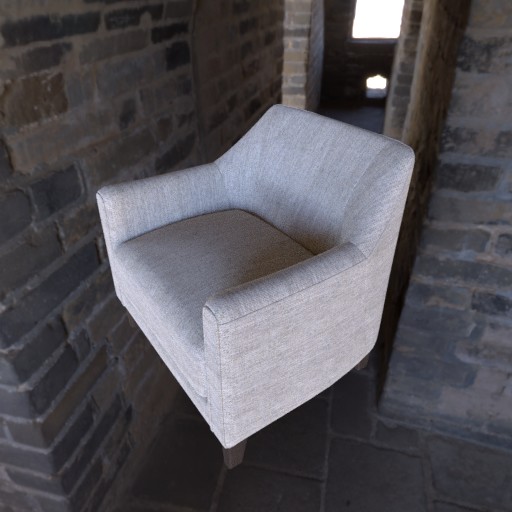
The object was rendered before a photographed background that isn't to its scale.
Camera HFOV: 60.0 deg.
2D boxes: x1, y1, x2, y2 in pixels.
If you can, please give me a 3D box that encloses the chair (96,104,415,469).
[{"bbox_3d":[0.000,0.000,1.439,0.758,0.761,0.796,-20,37,-29],"label":"chair"}]
